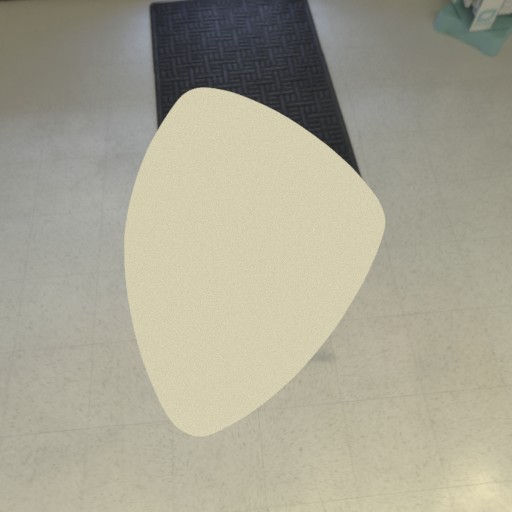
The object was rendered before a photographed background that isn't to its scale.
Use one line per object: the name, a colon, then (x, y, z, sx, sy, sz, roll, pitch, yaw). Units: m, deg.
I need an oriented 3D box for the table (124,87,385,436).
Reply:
table: (0.000, 0.000, 1.639, 0.850, 0.440, 1.250, -3, 64, -1)
